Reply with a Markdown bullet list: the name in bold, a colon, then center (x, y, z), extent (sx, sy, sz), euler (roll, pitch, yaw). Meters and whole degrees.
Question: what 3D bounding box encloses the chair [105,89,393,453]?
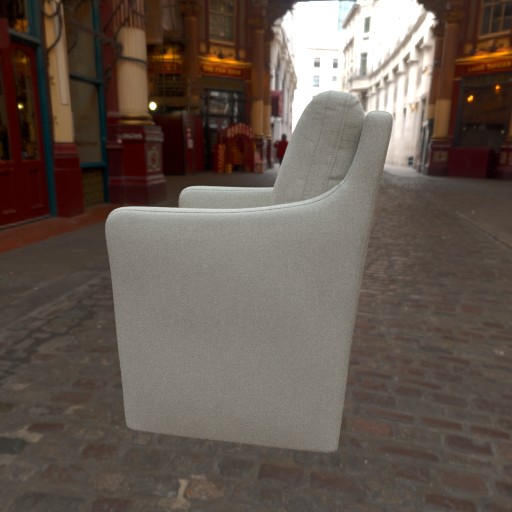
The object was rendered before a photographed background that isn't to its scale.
- **chair**: center (0.000, 0.000, 1.363), extent (0.694, 0.914, 0.626), euler (3, 15, 10)
